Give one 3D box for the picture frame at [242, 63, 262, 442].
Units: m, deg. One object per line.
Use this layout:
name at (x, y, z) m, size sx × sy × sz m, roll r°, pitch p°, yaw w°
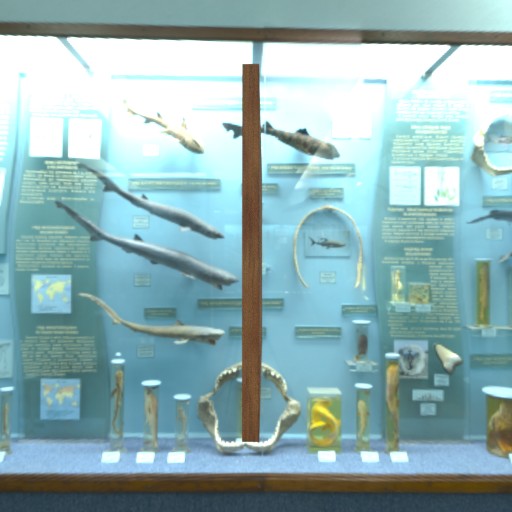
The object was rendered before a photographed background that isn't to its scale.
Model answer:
picture frame at (0.000, 0.000, 1.224) m, size 0.029 × 0.640 × 0.950 m, roll 0°, pitch -1°, yaw 1°
